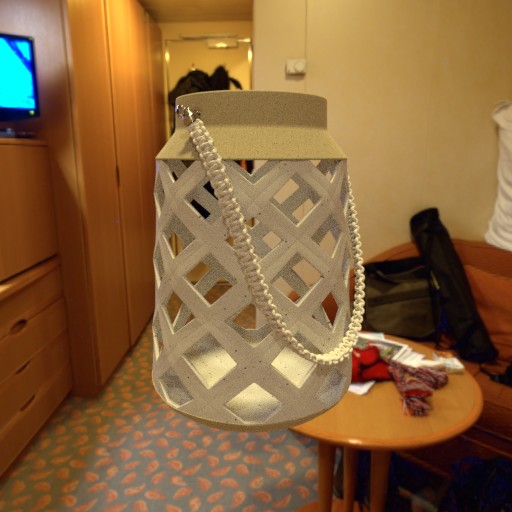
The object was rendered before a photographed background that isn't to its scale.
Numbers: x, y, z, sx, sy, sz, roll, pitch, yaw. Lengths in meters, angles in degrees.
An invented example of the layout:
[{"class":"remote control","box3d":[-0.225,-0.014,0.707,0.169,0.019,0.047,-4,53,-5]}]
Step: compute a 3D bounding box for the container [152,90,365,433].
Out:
[{"class":"container","box3d":[0.000,0.000,0.395,0.198,0.264,0.188,12,17,42]}]
